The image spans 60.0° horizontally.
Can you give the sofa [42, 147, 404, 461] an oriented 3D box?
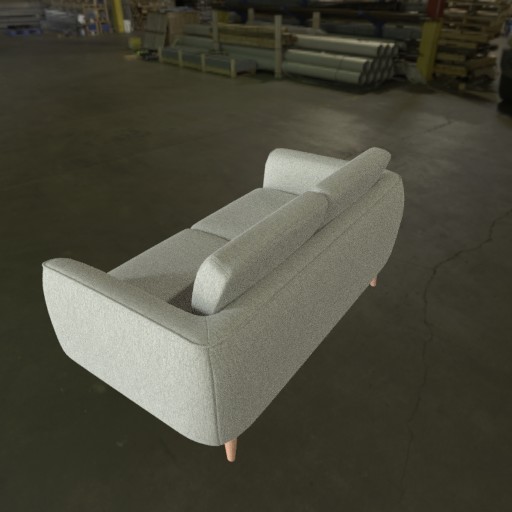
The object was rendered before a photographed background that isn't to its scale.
[{"bbox_3d":[0.000,0.000,2.142,0.920,0.850,1.700,20,37,29],"label":"sofa"}]
